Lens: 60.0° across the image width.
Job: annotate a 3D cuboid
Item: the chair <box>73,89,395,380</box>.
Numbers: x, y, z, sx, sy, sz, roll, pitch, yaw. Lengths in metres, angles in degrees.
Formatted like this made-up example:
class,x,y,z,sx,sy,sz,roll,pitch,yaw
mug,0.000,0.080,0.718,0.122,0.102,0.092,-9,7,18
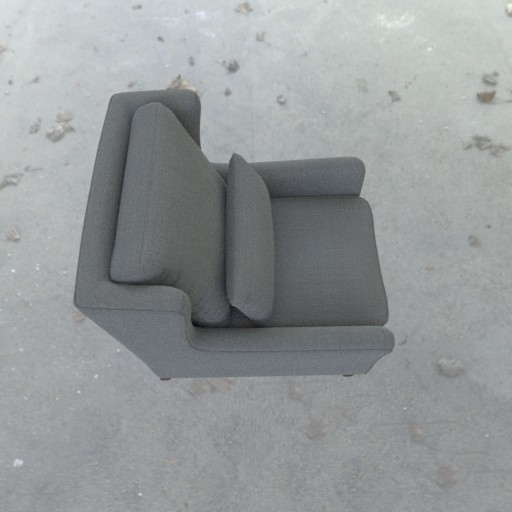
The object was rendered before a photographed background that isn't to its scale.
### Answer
class,x,y,z,sx,sy,sz,roll,pitch,yaw
chair,0.000,0.000,1.822,1.040,1.056,0.866,-1,62,-1
